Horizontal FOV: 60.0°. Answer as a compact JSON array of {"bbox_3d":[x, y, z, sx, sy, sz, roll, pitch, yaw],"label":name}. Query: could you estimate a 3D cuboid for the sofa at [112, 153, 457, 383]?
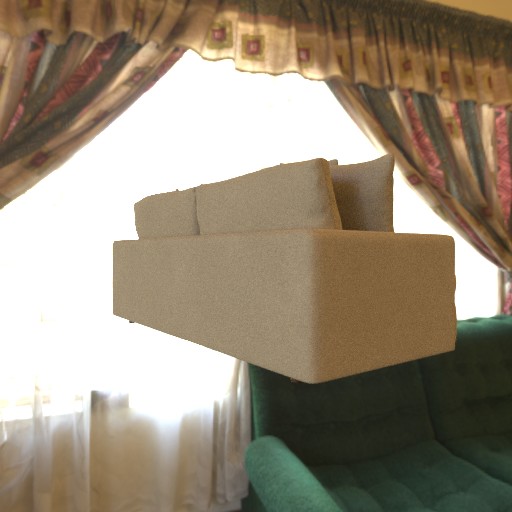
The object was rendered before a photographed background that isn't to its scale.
[{"bbox_3d":[0.000,0.000,3.039,1.228,1.084,2.380,0,1,-36],"label":"sofa"}]
